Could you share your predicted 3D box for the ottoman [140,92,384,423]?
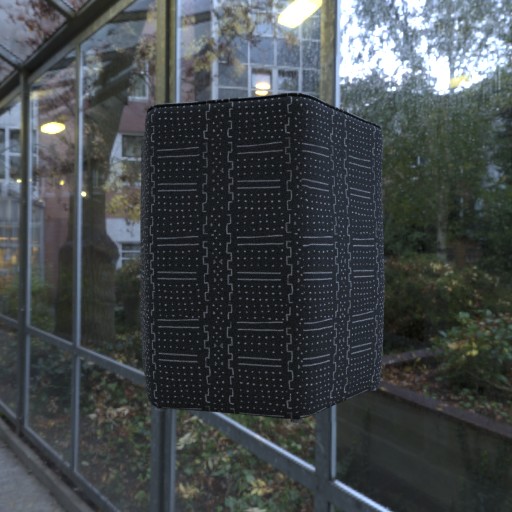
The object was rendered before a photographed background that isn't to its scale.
[{"bbox_3d":[0.000,0.000,0.886,0.443,0.502,0.494,0,0,-16],"label":"ottoman"}]
